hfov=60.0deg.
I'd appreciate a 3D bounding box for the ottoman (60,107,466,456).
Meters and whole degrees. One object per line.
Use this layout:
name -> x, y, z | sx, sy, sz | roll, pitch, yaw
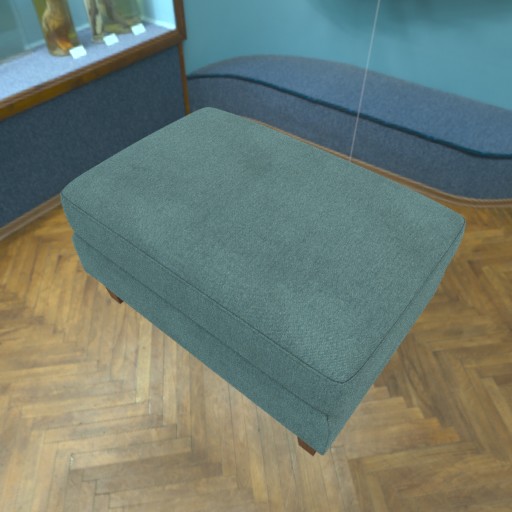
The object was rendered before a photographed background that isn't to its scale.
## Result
ottoman -> 0.000, 0.000, 1.199 | 0.864, 0.483, 0.584 | 31, 54, 26
